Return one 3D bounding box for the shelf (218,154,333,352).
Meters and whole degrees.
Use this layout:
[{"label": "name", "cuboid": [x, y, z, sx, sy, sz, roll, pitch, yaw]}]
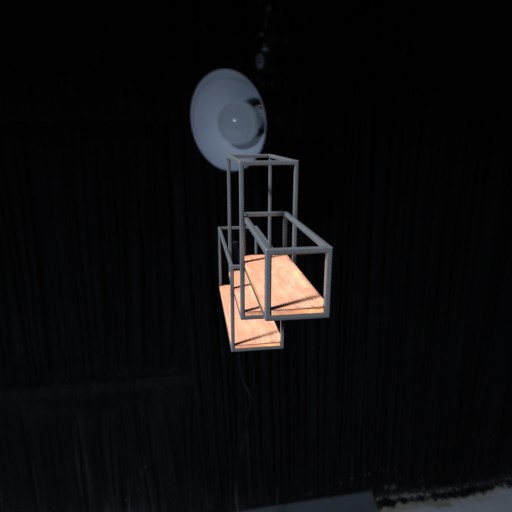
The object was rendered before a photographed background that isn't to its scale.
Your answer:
[{"label": "shelf", "cuboid": [0.000, 0.000, 2.214, 0.275, 0.972, 1.781, -2, 15, -8]}]
